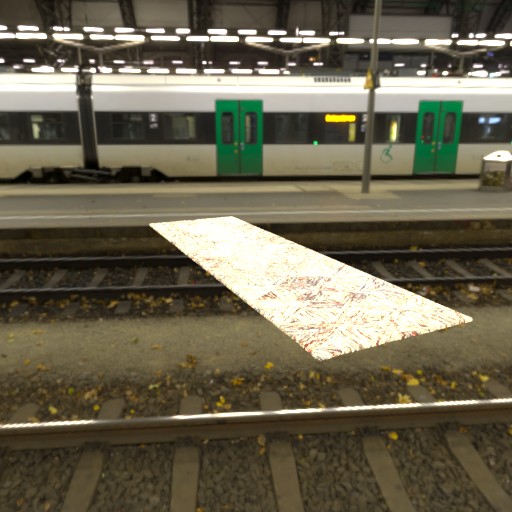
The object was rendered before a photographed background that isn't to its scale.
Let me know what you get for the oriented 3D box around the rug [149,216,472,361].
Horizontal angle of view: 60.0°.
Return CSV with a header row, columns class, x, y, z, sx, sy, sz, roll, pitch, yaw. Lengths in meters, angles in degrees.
class,x,y,z,sx,sy,sz,roll,pitch,yaw
rug,0.000,0.000,2.497,0.688,0.015,2.292,-8,17,-25
